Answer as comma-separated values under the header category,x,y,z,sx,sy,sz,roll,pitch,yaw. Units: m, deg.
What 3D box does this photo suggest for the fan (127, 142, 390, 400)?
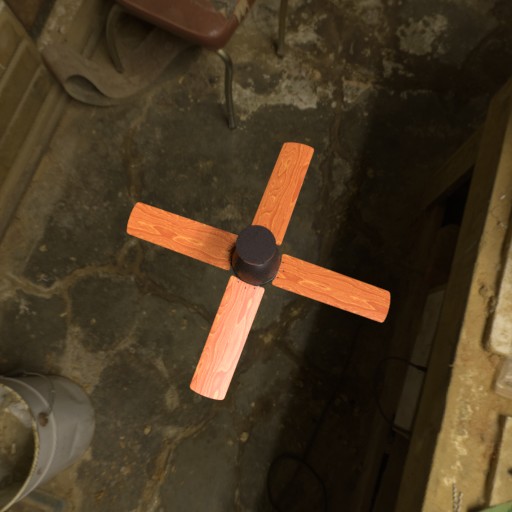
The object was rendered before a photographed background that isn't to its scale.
category,x,y,z,sx,sy,sz,roll,pitch,yaw
fan,0.000,0.000,2.051,1.332,0.403,1.332,19,77,5
